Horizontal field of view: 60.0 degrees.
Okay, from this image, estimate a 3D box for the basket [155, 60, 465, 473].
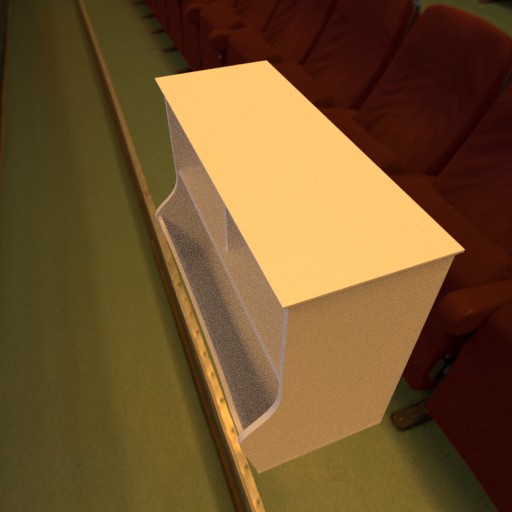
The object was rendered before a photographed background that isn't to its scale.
[{"bbox_3d":[0.000,0.000,1.113,0.376,0.625,0.792,-16,47,-15],"label":"basket"}]
